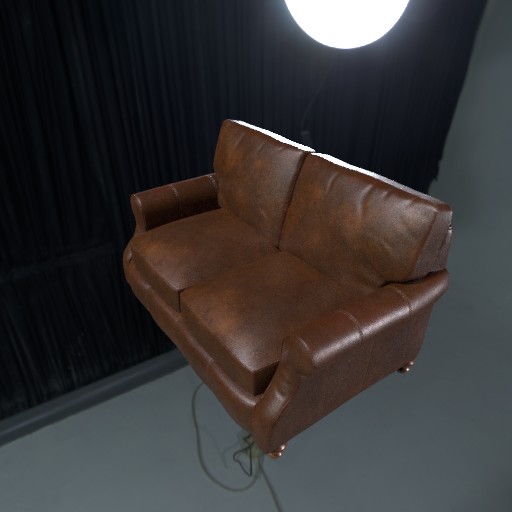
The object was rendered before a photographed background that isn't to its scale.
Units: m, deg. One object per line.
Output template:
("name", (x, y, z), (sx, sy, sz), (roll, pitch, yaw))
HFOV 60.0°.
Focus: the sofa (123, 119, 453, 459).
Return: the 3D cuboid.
("sofa", (0.000, 0.000, 2.230), (0.990, 0.976, 1.616), (-20, 37, -29))
